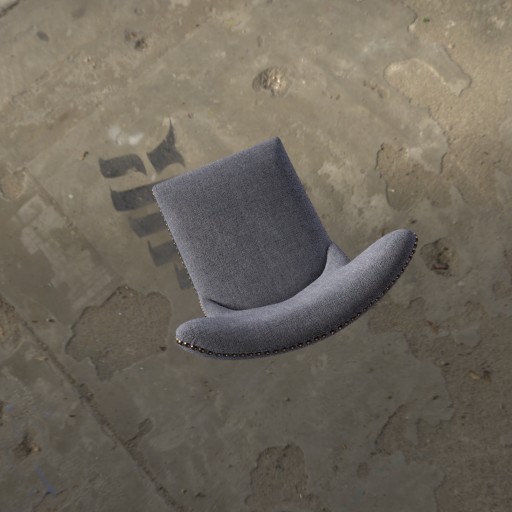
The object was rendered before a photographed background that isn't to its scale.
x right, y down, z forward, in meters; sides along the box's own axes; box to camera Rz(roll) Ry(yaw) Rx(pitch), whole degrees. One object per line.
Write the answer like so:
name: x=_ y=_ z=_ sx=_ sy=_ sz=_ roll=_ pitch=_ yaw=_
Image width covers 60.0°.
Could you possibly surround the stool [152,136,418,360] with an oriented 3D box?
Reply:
stool: x=0.000 y=0.000 z=1.322 sx=0.498 sy=0.981 sz=0.608 roll=-23 pitch=77 yaw=-6
